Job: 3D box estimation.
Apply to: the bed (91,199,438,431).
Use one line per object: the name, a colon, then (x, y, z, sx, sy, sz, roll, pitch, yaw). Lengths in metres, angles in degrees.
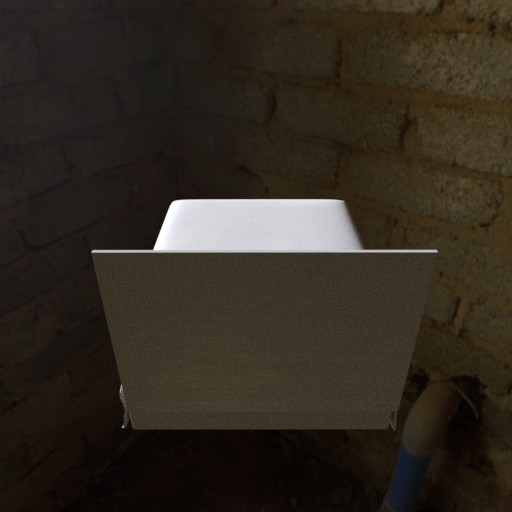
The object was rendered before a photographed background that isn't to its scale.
bed: (0.000, 0.000, 3.286, 1.745, 1.335, 2.094, 0, 32, 0)
